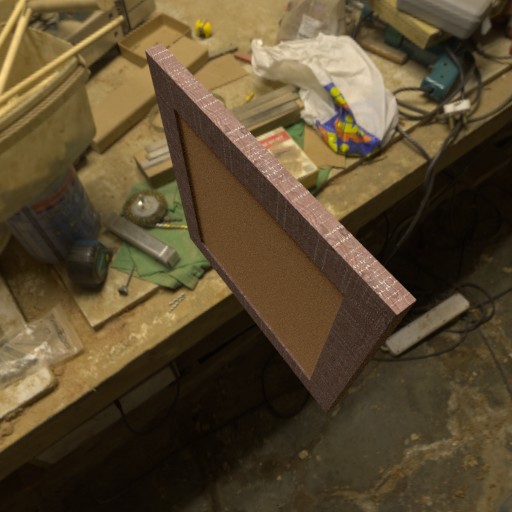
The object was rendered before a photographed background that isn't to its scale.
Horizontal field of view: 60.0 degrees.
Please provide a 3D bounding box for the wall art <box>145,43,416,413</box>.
[{"bbox_3d":[0.000,0.000,0.797,0.029,0.531,0.531,-32,65,-17],"label":"wall art"}]
